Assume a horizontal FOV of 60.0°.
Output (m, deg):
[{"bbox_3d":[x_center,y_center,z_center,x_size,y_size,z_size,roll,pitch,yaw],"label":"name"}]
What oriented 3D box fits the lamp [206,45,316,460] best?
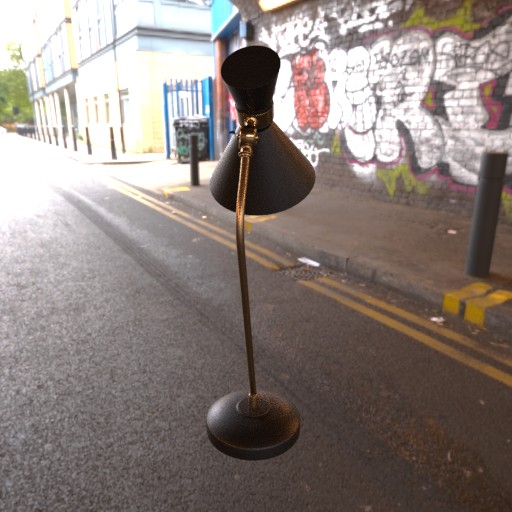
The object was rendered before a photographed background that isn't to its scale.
[{"bbox_3d":[0.000,0.000,0.763,0.189,0.647,0.292,3,17,9],"label":"lamp"}]
